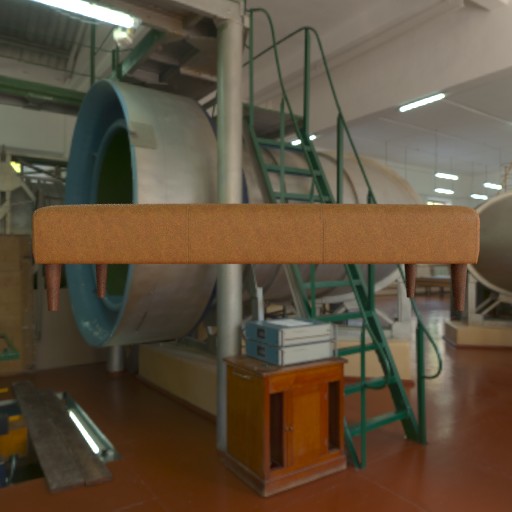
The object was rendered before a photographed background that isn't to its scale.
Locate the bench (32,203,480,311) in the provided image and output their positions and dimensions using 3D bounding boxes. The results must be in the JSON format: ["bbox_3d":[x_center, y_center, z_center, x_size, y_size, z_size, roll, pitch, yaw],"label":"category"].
[{"bbox_3d":[0.000,0.000,1.874,1.610,0.399,0.653,0,0,0],"label":"bench"}]
